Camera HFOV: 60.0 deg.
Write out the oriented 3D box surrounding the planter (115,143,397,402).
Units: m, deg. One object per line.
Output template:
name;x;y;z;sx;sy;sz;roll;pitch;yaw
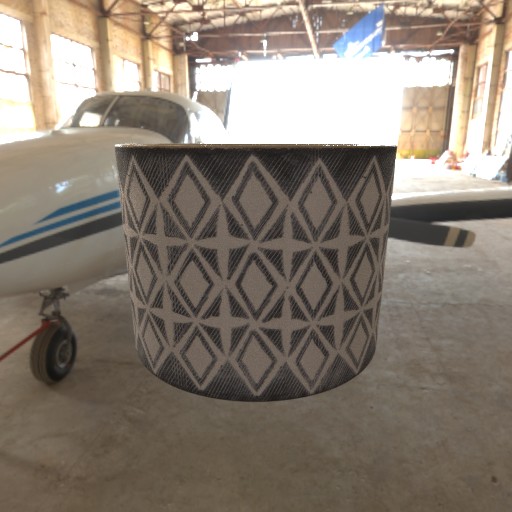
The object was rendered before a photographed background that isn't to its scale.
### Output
planter;0.000;0.000;0.336;0.192;0.165;0.192;0;15;0
